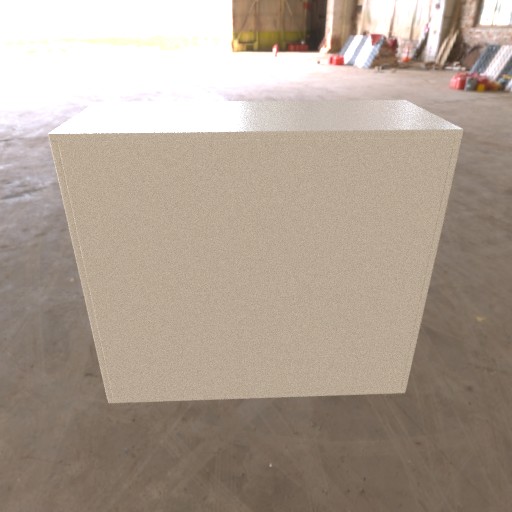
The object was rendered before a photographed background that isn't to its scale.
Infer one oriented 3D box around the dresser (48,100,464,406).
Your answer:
[{"bbox_3d":[0.000,0.000,1.610,1.100,1.000,0.460,-1,29,-2],"label":"dresser"}]
